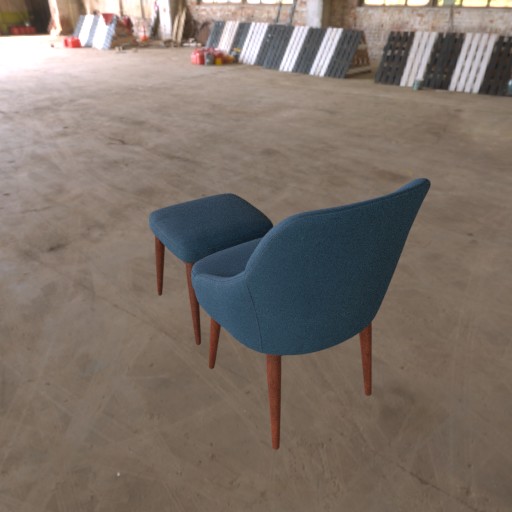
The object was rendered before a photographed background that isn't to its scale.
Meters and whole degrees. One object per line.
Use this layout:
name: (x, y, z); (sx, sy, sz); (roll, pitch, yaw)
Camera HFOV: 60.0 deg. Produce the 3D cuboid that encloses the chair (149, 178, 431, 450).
chair: (0.000, 0.000, 1.603); (0.584, 0.866, 1.114); (-18, 35, -28)
